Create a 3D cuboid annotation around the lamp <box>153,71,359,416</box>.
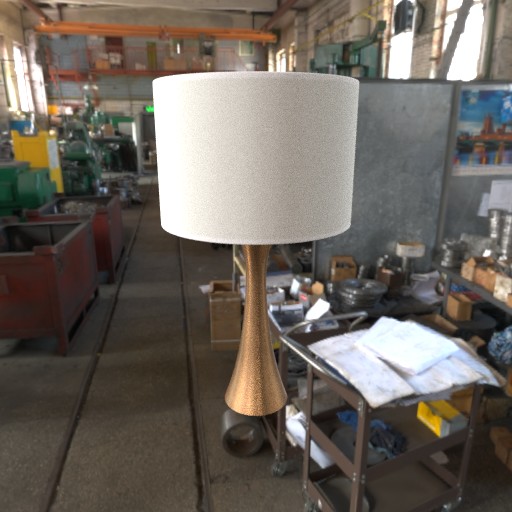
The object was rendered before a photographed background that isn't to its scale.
[{"bbox_3d":[0.000,0.000,0.656,0.268,0.479,0.268,-15,22,-42],"label":"lamp"}]
